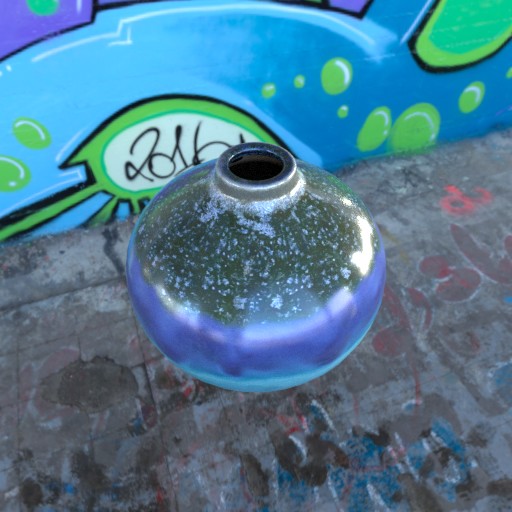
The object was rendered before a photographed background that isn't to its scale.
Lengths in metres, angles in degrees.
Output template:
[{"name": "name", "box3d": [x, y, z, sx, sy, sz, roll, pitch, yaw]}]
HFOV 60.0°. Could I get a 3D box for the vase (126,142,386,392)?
[{"name": "vase", "box3d": [0.000, 0.000, 0.266, 0.154, 0.133, 0.154, 0, 46, 0]}]
